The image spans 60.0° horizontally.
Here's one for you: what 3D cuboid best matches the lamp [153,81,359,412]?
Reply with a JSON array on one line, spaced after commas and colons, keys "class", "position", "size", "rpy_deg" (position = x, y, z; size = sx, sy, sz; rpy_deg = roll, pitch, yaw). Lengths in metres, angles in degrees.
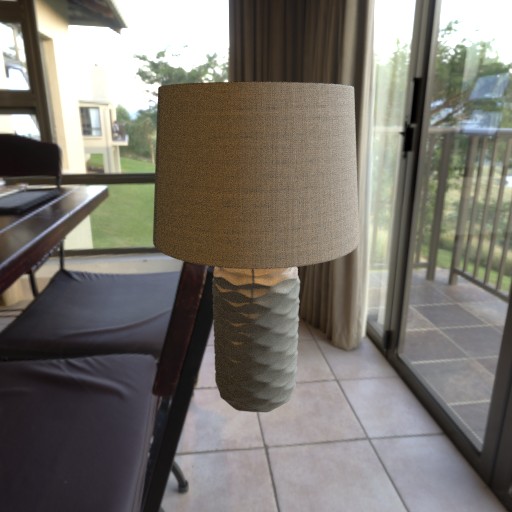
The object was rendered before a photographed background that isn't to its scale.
[{"class": "lamp", "position": [0.000, 0.000, 0.839], "size": [0.376, 0.594, 0.376], "rpy_deg": [0, 18, 0]}]
